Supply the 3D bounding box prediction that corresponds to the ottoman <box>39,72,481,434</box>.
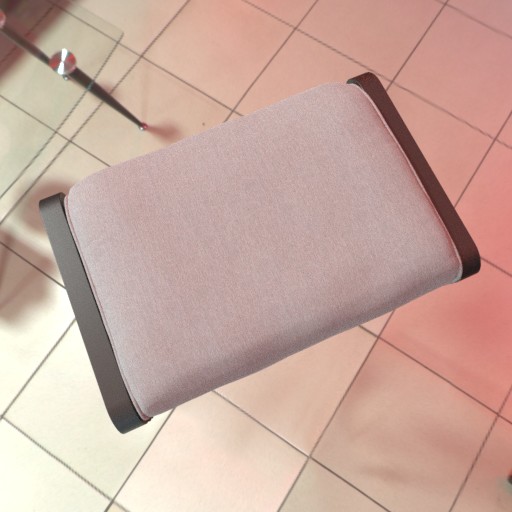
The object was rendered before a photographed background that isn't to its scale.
[{"bbox_3d":[0.000,0.000,0.866,0.610,0.422,0.406,-23,77,-6],"label":"ottoman"}]
